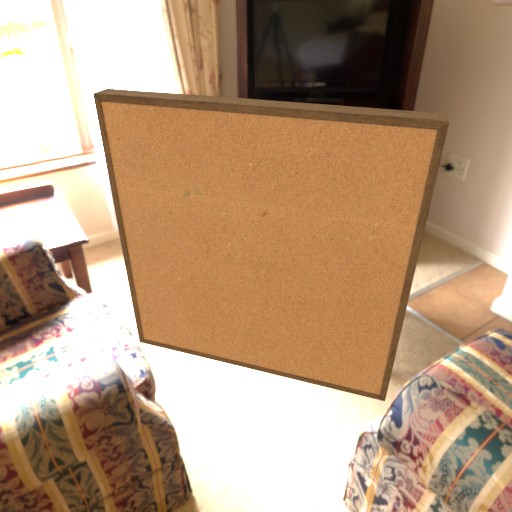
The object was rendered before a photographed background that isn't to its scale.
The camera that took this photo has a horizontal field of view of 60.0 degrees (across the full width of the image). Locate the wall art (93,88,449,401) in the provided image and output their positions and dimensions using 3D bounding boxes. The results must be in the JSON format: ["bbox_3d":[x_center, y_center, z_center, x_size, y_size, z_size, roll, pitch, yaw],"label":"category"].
[{"bbox_3d":[0.000,0.000,0.757,0.508,0.508,0.038,10,33,15],"label":"wall art"}]
